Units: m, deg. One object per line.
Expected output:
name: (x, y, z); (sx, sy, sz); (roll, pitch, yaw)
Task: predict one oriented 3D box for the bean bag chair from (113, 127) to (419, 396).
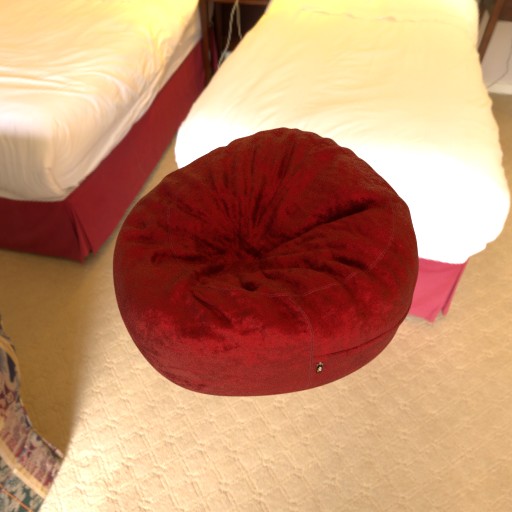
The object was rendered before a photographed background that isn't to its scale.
bean bag chair: (0.000, 0.000, 2.418); (1.524, 0.878, 1.524); (-18, 49, -16)
